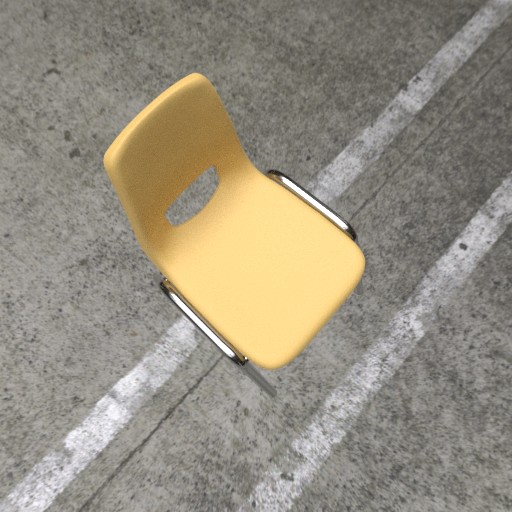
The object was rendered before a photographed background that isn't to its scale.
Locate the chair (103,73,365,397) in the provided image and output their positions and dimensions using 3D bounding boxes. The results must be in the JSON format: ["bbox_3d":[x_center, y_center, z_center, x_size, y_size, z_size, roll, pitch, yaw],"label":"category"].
[{"bbox_3d":[0.000,0.000,0.850,0.423,0.586,0.354,41,78,10],"label":"chair"}]
